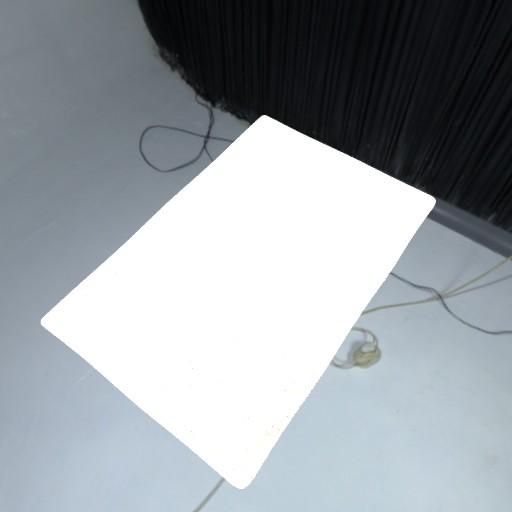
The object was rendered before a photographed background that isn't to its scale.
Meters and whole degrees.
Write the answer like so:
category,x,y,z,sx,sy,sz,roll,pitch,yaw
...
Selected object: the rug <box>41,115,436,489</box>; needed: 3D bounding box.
category,x,y,z,sx,sy,sz,roll,pitch,yaw
rug,0.000,0.000,3.410,1.798,0.025,2.698,32,63,19
